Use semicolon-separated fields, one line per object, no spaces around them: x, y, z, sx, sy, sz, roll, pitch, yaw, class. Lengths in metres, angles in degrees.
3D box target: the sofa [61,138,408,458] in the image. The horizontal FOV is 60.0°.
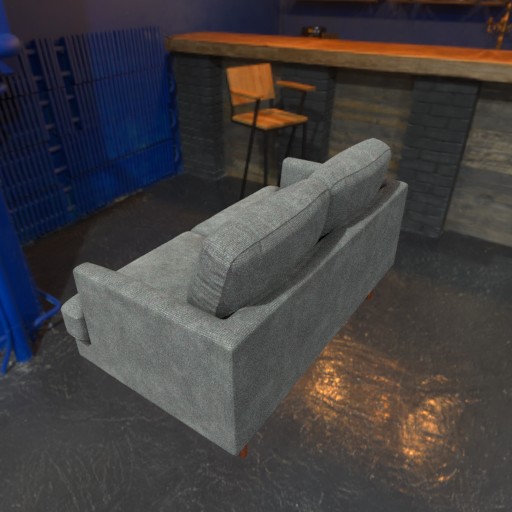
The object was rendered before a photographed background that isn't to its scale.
0.000;0.000;2.142;0.903;0.956;1.582;20;37;29;sofa
